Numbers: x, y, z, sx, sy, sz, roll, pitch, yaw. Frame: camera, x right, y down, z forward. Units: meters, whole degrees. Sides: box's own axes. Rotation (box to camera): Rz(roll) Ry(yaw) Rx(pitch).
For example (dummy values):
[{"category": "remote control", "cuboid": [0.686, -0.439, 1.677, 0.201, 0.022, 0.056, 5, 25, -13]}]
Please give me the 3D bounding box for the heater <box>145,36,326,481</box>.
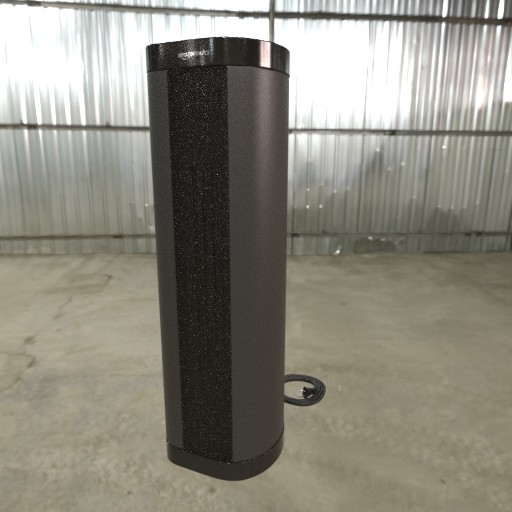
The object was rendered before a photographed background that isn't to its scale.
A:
[{"category": "heater", "cuboid": [0.000, 0.000, 0.678, 0.174, 0.552, 0.312, 6, 15, 24]}]
